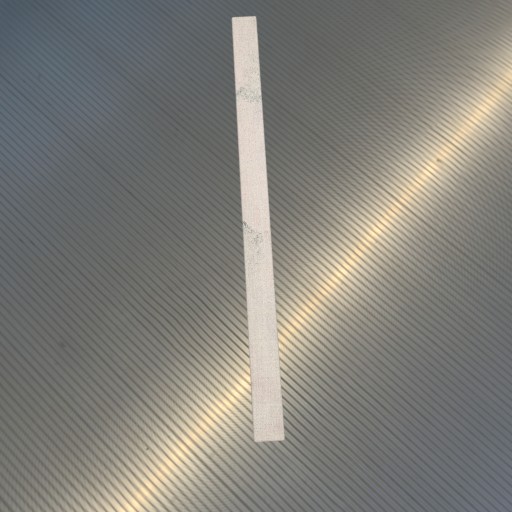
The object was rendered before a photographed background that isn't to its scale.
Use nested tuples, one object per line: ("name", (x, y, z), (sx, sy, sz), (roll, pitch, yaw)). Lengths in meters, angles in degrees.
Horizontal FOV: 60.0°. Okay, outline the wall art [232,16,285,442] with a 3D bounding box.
("wall art", (0.000, 0.000, 0.907), (0.040, 0.612, 0.612), (-3, 76, -1))
